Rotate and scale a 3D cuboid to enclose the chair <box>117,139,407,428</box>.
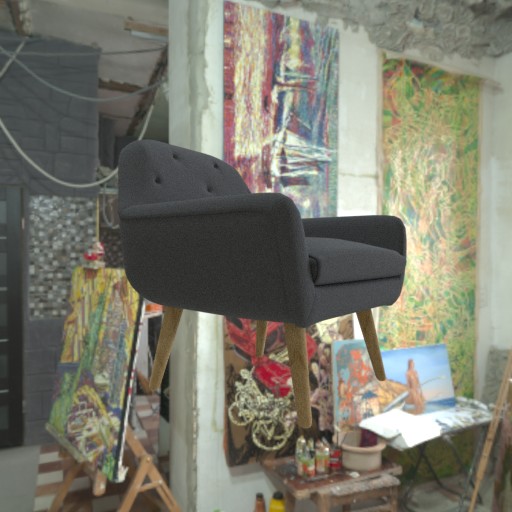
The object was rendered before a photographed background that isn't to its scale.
[{"bbox_3d":[0.000,0.000,1.422,0.779,0.800,0.770,0,0,37],"label":"chair"}]
